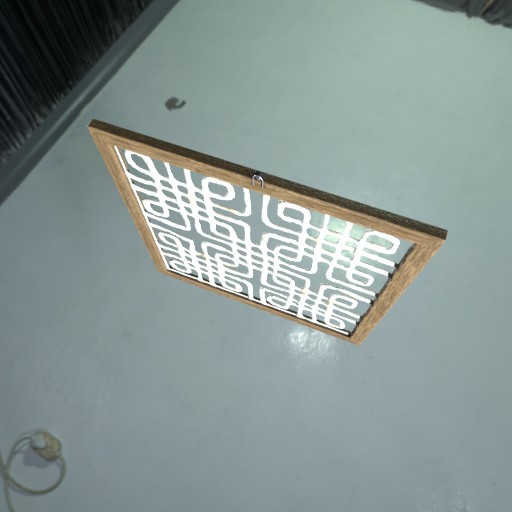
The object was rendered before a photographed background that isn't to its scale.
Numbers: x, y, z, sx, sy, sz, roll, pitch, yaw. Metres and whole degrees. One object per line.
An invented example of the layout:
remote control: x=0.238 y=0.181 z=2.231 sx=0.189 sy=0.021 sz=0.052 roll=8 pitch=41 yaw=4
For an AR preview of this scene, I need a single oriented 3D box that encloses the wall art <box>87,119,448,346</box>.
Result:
wall art: x=0.000 y=0.000 z=0.893 sx=0.561 sy=0.582 sz=0.021 roll=19 pitch=66 yaw=9
